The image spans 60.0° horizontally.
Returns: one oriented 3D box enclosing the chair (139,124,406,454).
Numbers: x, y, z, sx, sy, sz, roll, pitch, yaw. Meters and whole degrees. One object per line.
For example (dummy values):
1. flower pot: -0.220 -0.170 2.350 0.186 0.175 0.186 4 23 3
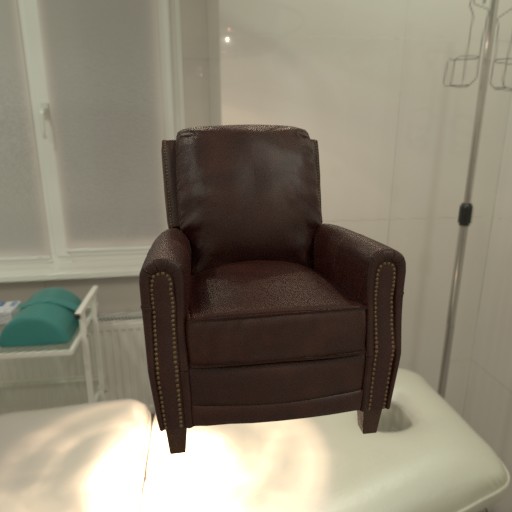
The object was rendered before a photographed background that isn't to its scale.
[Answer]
1. chair: 0.000 0.000 1.788 0.826 1.022 1.089 -2 16 -8
